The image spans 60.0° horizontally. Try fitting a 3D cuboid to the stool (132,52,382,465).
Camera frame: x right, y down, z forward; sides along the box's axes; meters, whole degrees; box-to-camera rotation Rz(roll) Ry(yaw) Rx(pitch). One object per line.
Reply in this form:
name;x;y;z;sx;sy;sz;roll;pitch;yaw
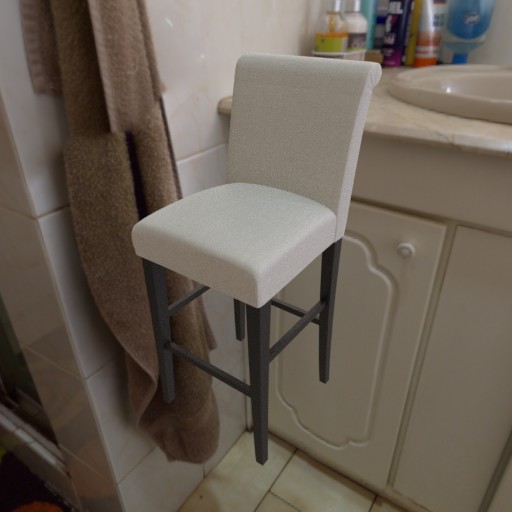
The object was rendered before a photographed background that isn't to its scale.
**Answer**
stool;0.000;0.000;1.417;0.452;1.124;0.597;20;36;31
